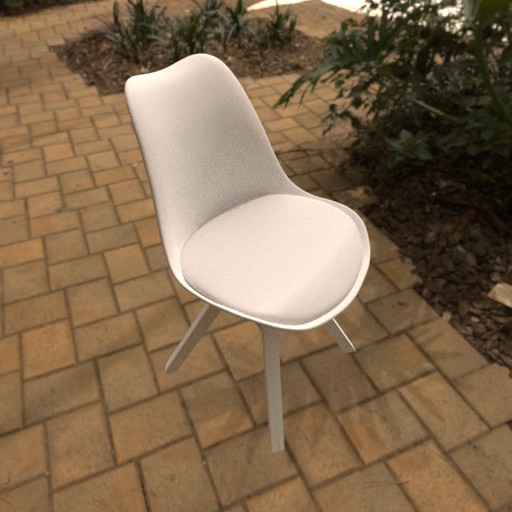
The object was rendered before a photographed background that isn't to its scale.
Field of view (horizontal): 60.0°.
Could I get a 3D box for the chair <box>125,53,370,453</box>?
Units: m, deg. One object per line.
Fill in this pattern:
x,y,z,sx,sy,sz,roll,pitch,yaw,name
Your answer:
0.000,0.000,1.143,0.550,0.850,0.485,27,48,27,chair
